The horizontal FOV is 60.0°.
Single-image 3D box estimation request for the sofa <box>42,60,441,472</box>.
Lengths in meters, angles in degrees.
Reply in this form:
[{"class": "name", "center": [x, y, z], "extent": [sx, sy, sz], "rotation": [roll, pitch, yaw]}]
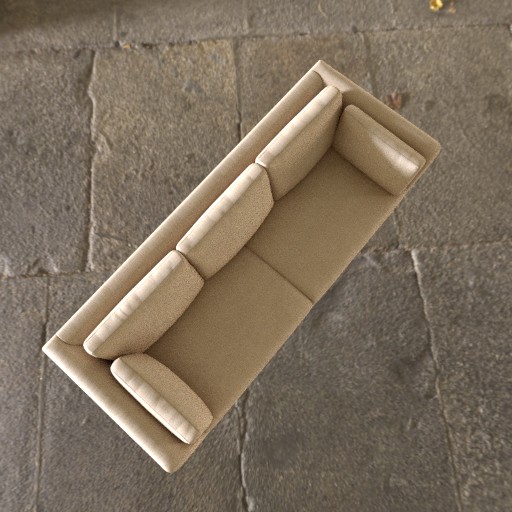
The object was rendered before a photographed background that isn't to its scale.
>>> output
[{"class": "sofa", "center": [0.000, 0.000, 2.831], "extent": [0.969, 0.867, 2.415], "rotation": [39, 78, 10]}]
